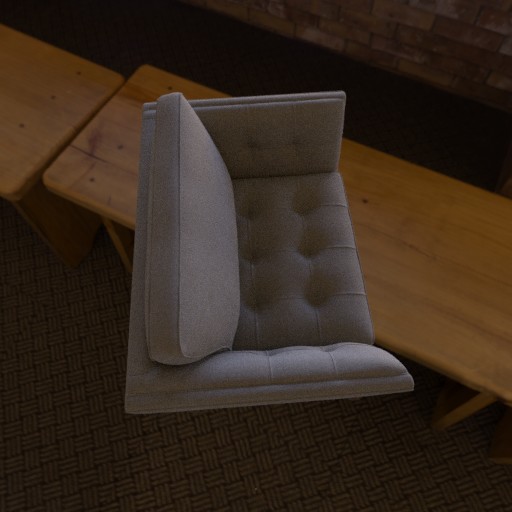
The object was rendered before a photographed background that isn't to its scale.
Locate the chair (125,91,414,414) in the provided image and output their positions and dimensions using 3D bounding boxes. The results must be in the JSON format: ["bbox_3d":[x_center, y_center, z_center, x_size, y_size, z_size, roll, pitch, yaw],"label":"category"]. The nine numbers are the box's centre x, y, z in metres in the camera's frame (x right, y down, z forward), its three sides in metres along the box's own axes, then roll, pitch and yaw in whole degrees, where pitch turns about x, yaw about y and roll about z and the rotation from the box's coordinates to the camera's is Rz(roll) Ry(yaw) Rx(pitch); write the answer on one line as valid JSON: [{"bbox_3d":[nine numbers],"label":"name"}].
[{"bbox_3d":[0.000,0.000,2.039,0.965,0.942,1.396,-4,62,-2],"label":"chair"}]
